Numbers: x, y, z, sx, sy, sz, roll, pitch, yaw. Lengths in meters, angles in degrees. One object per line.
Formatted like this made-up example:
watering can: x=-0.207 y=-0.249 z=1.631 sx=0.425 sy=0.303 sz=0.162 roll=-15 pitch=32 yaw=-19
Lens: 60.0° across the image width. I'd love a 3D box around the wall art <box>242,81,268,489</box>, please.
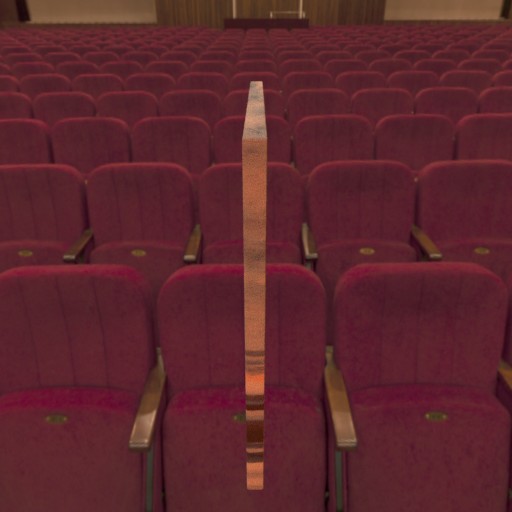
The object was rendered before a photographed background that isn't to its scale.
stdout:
wall art: x=0.000 y=0.000 z=1.113 sx=0.035 sy=0.747 sz=0.747 roll=0 pitch=27 yaw=0
